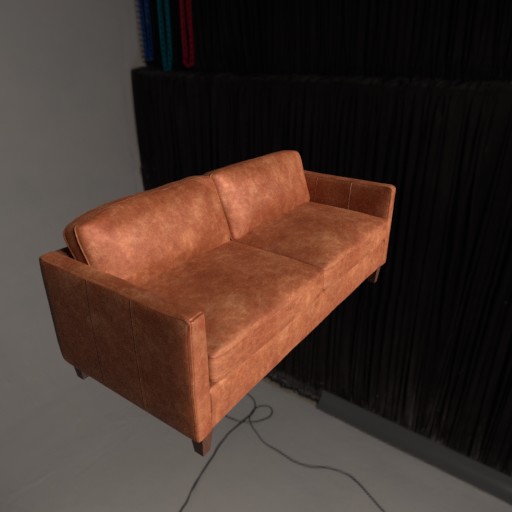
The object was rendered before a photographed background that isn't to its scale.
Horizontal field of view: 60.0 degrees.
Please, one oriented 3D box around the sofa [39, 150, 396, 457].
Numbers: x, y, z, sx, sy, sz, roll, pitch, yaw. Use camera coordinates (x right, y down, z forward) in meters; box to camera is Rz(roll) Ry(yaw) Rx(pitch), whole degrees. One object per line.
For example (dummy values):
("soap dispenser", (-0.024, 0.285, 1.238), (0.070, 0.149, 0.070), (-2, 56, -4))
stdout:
("sofa", (0.000, 0.000, 2.475), (0.923, 0.863, 1.971), (17, 30, 32))
